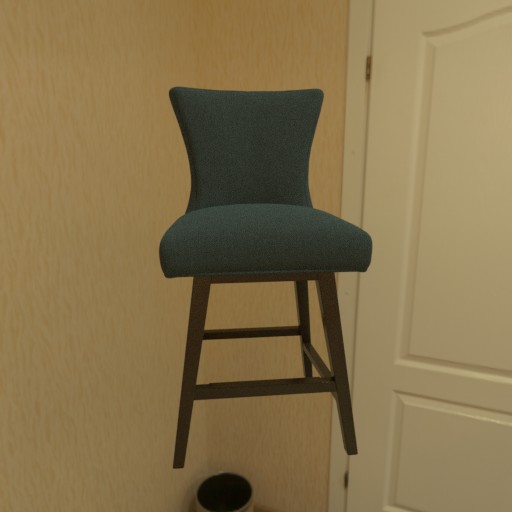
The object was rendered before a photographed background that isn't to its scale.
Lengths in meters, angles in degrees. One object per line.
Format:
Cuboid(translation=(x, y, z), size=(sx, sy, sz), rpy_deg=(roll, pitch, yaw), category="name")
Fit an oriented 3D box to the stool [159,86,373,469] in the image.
Cuboid(translation=(0.000, 0.000, 1.321), size=(0.514, 1.000, 0.574), rpy_deg=(-2, 14, -6), category="stool")
